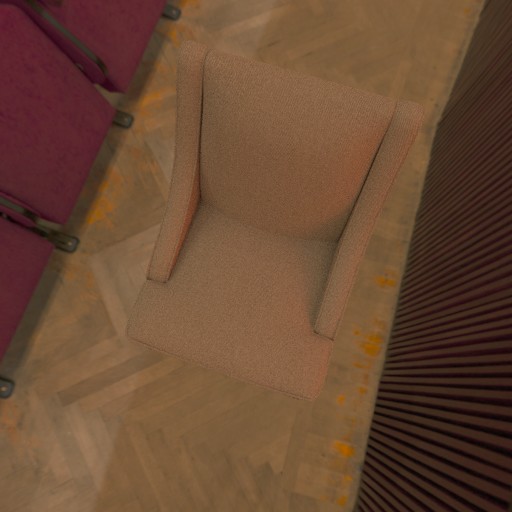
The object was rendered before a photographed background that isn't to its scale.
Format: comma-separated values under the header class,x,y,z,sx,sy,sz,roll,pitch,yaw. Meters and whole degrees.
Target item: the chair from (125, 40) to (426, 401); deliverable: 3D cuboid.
class,x,y,z,sx,sy,sz,roll,pitch,yaw
chair,0.000,0.000,1.395,0.628,0.872,0.748,18,75,5
